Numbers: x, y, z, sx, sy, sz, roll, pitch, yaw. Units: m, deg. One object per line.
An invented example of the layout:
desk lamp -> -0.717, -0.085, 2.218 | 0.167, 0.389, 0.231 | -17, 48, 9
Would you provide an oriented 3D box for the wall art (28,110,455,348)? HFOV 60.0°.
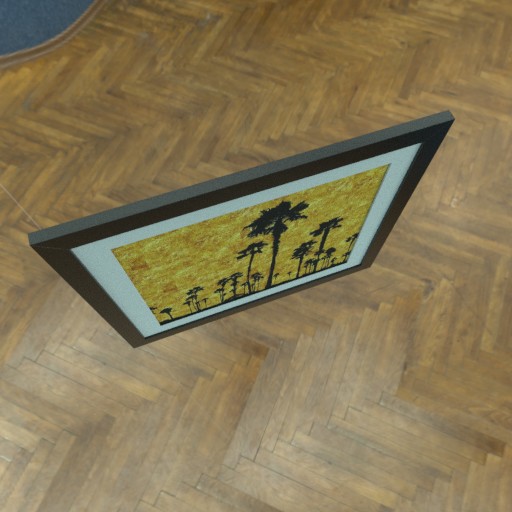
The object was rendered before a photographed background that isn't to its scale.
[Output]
wall art -> 0.000, 0.000, 0.528 | 0.383, 0.332, 0.012 | -18, 66, -8
